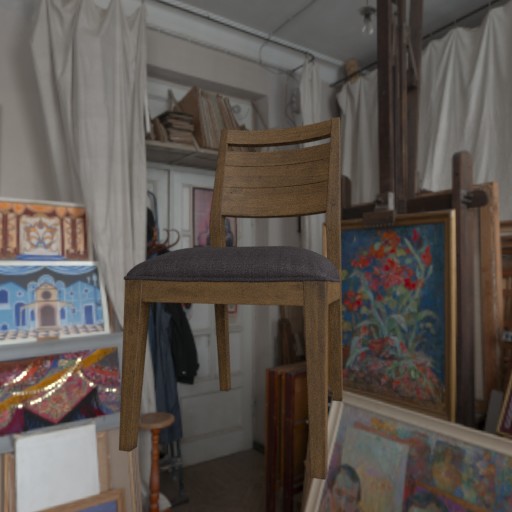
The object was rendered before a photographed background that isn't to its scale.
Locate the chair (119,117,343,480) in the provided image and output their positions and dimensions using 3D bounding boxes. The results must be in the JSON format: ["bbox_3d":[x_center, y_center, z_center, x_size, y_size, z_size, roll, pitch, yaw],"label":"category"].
[{"bbox_3d":[0.000,0.000,1.286,0.501,0.939,0.610,-1,-2,18],"label":"chair"}]
